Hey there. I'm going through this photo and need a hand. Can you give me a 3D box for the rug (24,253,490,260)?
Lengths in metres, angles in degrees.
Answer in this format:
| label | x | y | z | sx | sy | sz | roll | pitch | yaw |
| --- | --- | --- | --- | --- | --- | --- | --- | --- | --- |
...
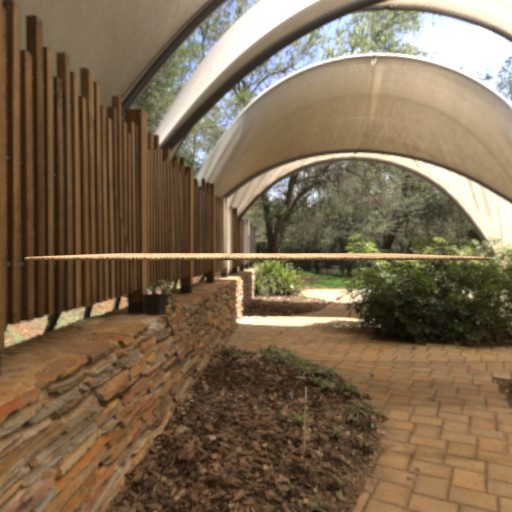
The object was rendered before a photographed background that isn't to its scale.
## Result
| label | x | y | z | sx | sy | sz | roll | pitch | yaw |
| --- | --- | --- | --- | --- | --- | --- | --- | --- | --- |
| rug | 0.000 | 0.000 | 2.362 | 1.846 | 0.014 | 1.243 | 0 | 1 | -1 |
